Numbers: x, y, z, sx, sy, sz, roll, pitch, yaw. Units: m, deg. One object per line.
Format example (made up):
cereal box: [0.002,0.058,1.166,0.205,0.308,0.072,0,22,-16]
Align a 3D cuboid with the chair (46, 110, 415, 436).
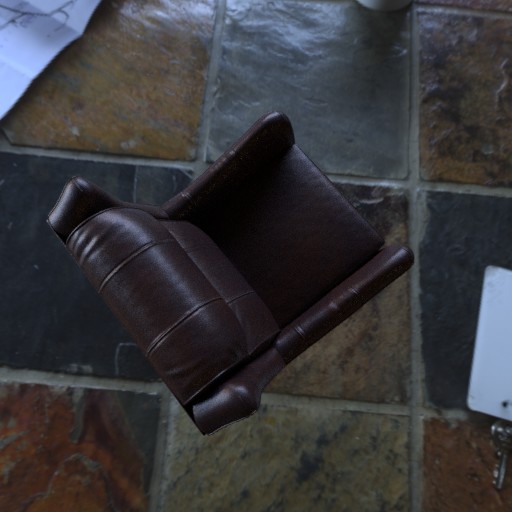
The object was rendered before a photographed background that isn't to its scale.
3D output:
chair: [0.000,0.000,1.811,1.008,1.084,0.869,-38,79,-9]
